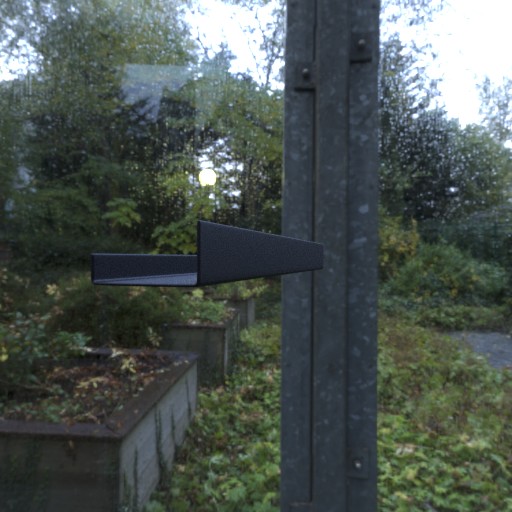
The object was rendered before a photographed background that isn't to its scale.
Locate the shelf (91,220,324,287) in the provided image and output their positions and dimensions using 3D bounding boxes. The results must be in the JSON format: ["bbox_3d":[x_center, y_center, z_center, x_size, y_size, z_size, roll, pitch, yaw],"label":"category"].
[{"bbox_3d":[0.000,0.000,0.647,0.102,0.053,0.605,0,0,18],"label":"shelf"}]
